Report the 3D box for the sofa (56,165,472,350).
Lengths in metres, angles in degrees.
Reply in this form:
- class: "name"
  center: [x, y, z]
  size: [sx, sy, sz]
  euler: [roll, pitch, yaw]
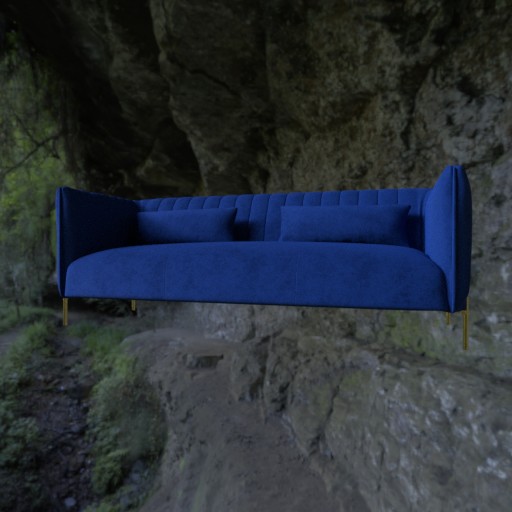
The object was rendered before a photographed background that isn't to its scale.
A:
- class: "sofa"
  center: [0.000, 0.000, 2.517]
  size: [2.136, 0.793, 0.896]
  euler: [0, 1, 18]
